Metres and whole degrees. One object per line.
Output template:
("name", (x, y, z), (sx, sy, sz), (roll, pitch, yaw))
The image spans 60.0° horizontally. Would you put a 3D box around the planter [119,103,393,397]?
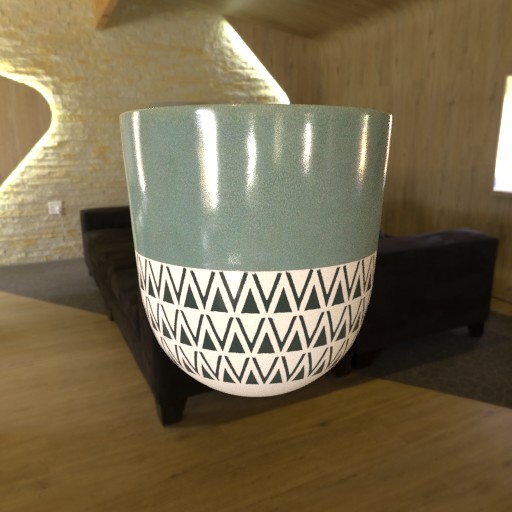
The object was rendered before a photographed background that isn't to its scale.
("planter", (0.000, 0.000, 0.359), (0.198, 0.214, 0.198), (0, 13, 0))
